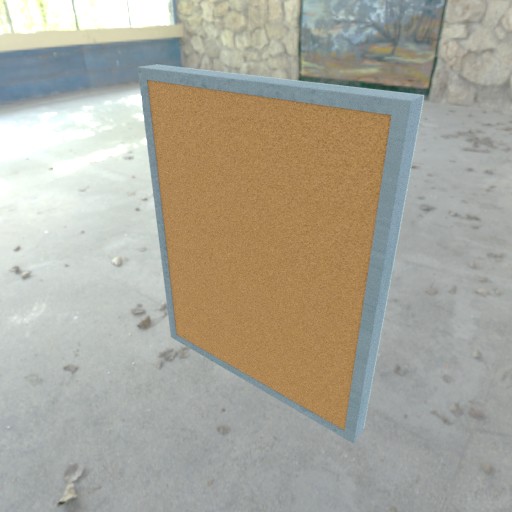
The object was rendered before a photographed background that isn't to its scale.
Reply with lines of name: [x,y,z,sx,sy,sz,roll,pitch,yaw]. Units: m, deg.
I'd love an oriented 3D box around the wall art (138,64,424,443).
wall art: [0.000,0.000,0.678,0.409,0.509,0.037,21,36,32]
